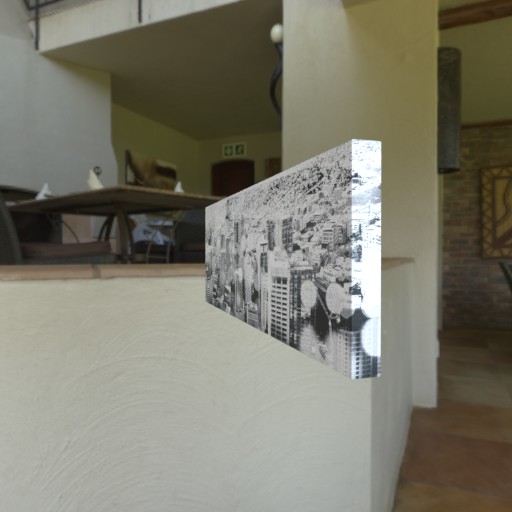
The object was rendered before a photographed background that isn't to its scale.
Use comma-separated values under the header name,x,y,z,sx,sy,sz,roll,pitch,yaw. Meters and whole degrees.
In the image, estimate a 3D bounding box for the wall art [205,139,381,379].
name,x,y,z,sx,sy,sz,roll,pitch,yaw
wall art,0.000,0.000,0.837,0.038,0.255,0.763,0,1,-18
